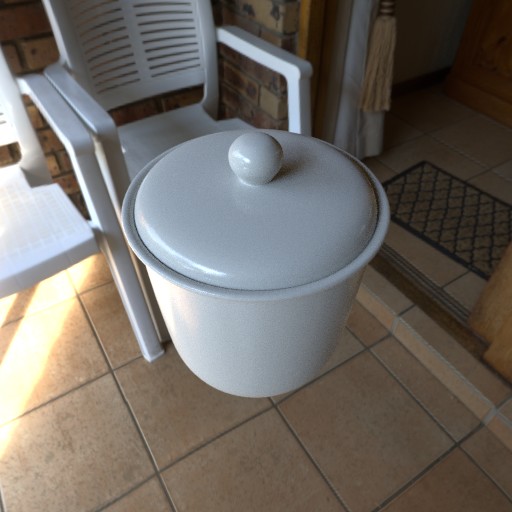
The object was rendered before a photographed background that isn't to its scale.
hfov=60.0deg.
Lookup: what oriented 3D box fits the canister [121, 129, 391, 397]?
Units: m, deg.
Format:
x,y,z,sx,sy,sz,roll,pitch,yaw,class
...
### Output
x,y,z,sx,sy,sz,roll,pitch,yaw,class
0.000,0.000,0.347,0.182,0.208,0.182,0,45,0,canister
